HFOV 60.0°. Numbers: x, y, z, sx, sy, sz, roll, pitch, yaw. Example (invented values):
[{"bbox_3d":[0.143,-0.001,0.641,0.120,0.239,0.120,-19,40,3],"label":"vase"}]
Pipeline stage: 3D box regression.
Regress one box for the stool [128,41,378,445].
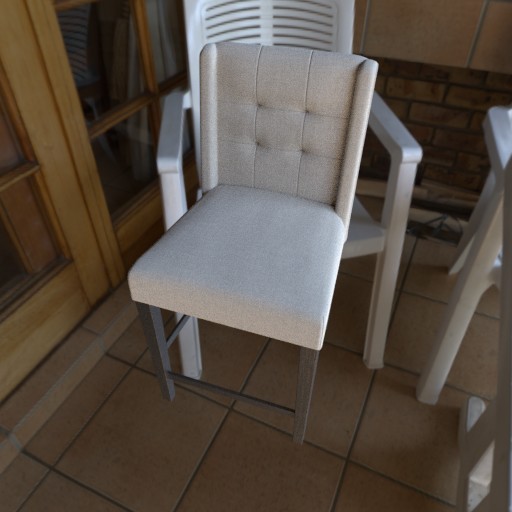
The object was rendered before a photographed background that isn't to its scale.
[{"bbox_3d":[0.000,0.000,1.207,0.474,0.939,0.509,13,43,14],"label":"stool"}]
